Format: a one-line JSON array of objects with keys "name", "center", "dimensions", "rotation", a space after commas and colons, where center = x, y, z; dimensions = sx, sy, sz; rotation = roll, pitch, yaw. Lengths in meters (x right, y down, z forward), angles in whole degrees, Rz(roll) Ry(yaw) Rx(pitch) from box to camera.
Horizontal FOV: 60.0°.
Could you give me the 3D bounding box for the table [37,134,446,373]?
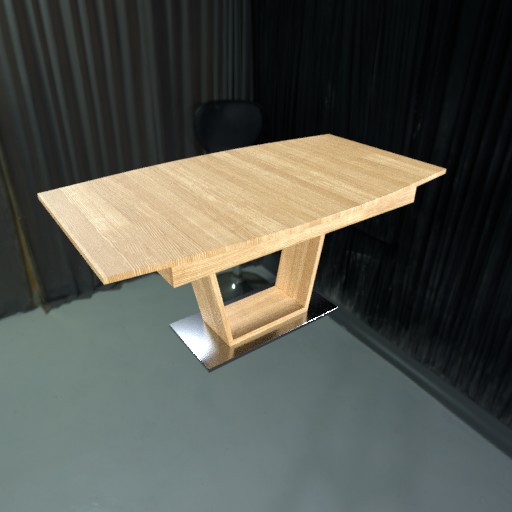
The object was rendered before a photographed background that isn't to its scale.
[{"name": "table", "center": [0.000, 0.000, 2.088], "dimensions": [1.598, 0.748, 0.900], "rotation": [-20, 35, -30]}]
